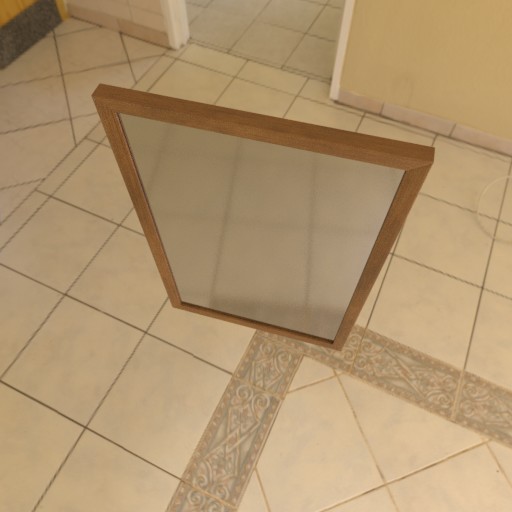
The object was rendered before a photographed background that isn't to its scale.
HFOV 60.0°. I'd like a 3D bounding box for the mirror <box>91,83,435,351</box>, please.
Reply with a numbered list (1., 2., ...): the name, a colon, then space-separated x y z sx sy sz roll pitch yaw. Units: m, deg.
1. mirror: 0.000 0.000 1.161 0.609 0.915 0.040 13 60 8
